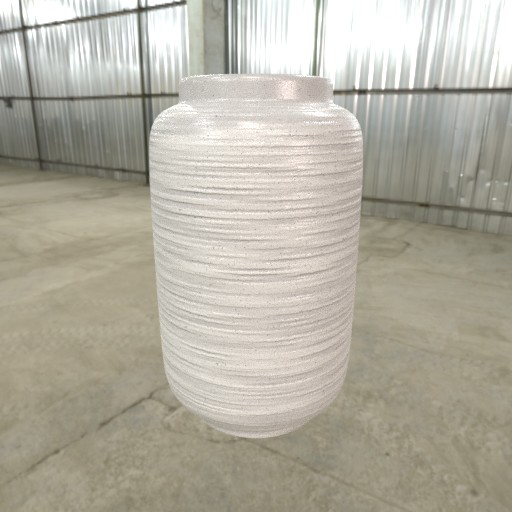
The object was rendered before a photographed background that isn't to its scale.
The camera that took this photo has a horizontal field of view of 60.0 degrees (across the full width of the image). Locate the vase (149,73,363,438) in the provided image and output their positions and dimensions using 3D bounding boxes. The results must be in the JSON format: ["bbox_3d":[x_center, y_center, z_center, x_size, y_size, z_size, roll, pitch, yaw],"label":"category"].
[{"bbox_3d":[0.000,0.000,0.453,0.202,0.335,0.202,0,18,0],"label":"vase"}]
